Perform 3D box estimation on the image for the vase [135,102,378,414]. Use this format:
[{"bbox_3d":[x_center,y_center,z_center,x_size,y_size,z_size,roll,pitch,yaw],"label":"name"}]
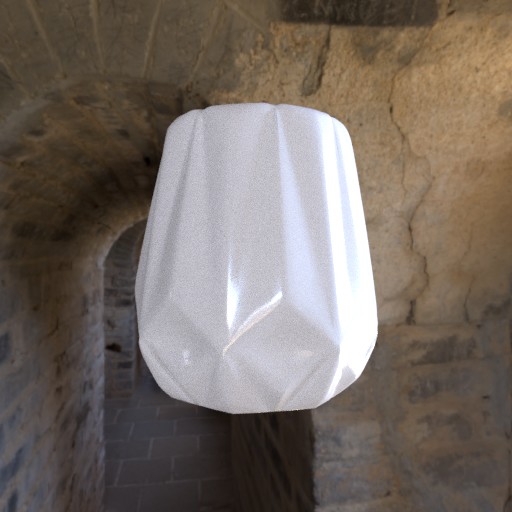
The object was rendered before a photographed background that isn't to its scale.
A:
[{"bbox_3d":[0.000,0.000,0.265,0.141,0.152,0.141,0,1,0],"label":"vase"}]
